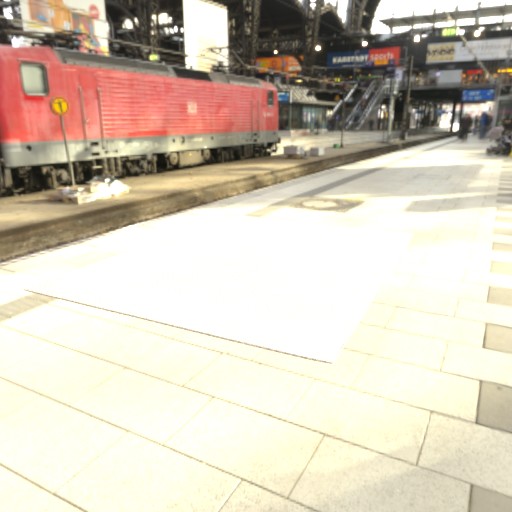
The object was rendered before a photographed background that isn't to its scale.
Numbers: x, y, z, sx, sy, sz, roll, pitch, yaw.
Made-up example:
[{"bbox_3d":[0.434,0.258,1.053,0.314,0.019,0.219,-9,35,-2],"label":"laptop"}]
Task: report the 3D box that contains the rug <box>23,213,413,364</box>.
[{"bbox_3d":[0.000,0.000,3.906,2.277,0.035,2.897,8,19,25],"label":"rug"}]
